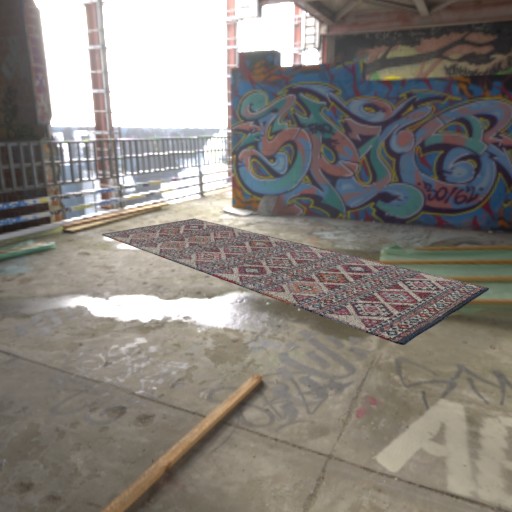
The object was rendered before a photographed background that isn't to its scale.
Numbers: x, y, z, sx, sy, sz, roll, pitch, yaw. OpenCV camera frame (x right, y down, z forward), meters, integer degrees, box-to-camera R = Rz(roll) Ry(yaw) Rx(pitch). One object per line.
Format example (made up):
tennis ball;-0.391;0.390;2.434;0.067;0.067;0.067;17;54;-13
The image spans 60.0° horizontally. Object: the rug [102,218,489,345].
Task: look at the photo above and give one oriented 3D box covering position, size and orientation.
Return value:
rug;0.000;0.000;2.656;0.832;0.008;2.362;-15;22;-42
